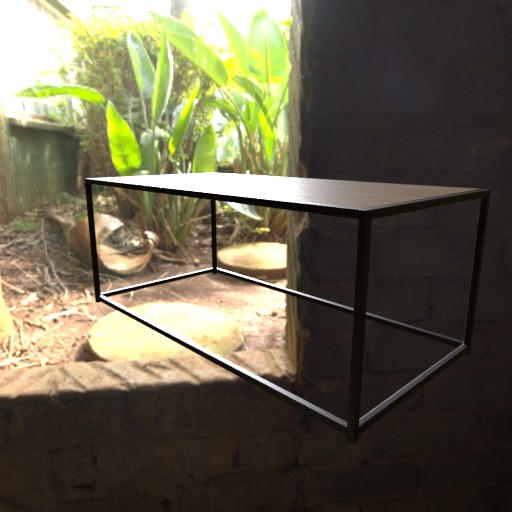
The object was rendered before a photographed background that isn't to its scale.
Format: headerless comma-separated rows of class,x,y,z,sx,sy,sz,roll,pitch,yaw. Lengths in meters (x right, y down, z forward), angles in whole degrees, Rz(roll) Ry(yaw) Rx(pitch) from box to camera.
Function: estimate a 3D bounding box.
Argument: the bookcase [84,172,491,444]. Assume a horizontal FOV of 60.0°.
bookcase,0.000,0.000,1.221,0.500,0.400,1.000,-13,19,-42
